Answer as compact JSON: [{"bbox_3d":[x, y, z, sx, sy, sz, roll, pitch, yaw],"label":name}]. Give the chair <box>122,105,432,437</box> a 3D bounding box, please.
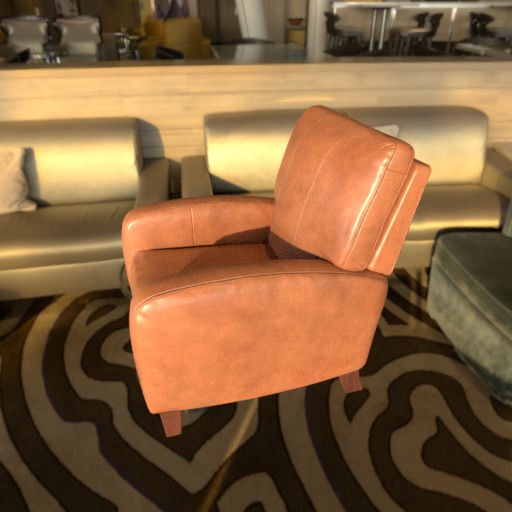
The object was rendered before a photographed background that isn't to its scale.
[{"bbox_3d":[0.000,0.000,1.716,0.990,0.990,0.762,-8,31,-15],"label":"chair"}]
